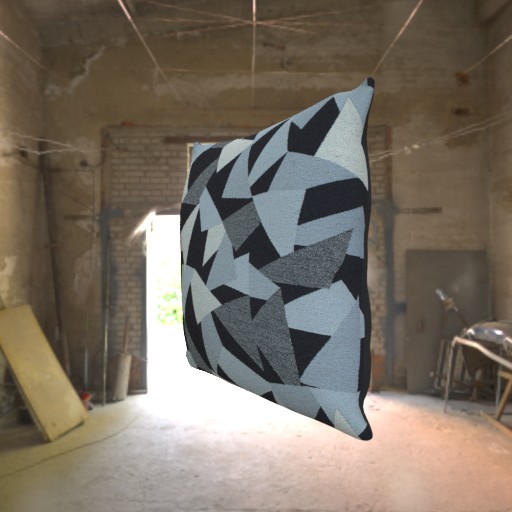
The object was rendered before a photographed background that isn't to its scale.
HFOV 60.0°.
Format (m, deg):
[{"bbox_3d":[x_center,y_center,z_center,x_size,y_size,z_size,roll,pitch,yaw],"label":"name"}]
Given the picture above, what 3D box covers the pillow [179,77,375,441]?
[{"bbox_3d":[0.000,0.000,0.786,0.208,0.496,0.503,0,0,-37],"label":"pillow"}]
